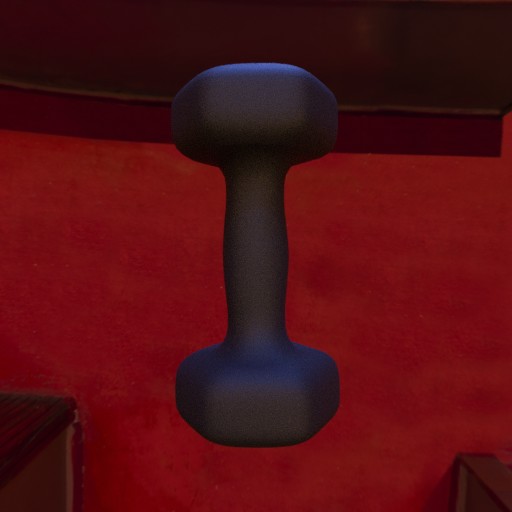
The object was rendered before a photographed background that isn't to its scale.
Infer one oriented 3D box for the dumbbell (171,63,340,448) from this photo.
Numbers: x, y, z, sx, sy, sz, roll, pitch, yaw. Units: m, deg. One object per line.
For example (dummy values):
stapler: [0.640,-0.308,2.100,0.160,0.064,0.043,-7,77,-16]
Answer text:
dumbbell: [0.000,0.000,0.295,0.112,0.101,0.231,0,91,0]
